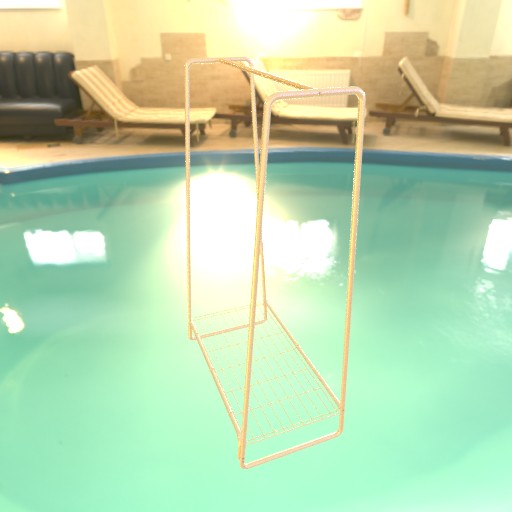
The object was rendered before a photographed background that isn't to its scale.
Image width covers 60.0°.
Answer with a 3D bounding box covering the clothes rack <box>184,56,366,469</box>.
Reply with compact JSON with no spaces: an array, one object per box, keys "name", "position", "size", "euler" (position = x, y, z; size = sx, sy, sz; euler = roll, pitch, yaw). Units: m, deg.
[{"name":"clothes rack","position":[0.000,0.000,1.921],"size":[0.495,1.500,0.900],"euler":[-11,31,-19]}]
